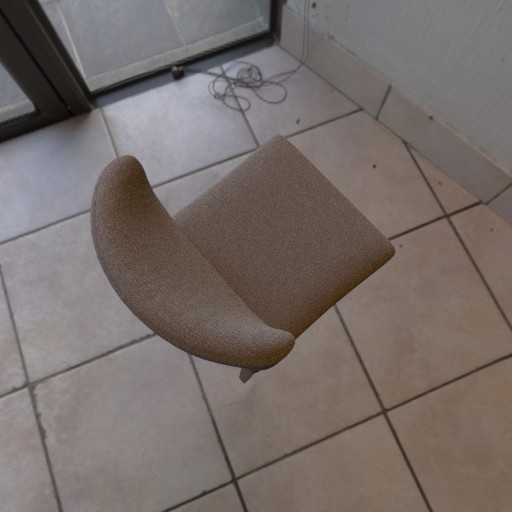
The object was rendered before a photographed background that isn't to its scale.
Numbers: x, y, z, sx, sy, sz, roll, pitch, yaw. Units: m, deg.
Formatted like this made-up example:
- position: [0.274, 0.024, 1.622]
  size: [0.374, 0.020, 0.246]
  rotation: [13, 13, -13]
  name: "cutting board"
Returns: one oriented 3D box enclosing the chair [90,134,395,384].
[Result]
- position: [0.000, 0.000, 1.176]
  size: [0.589, 0.839, 0.491]
  rotation: [-40, 78, -10]
  name: "chair"
